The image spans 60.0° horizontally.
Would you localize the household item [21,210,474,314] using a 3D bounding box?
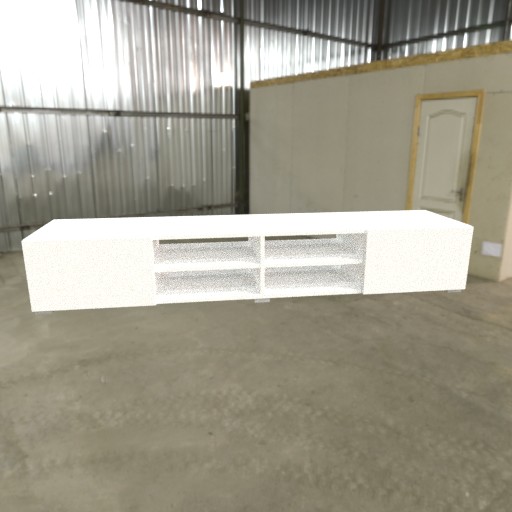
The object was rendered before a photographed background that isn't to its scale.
[{"bbox_3d":[0.000,0.000,2.039,1.850,0.310,0.420,-2,16,-8],"label":"household item"}]
